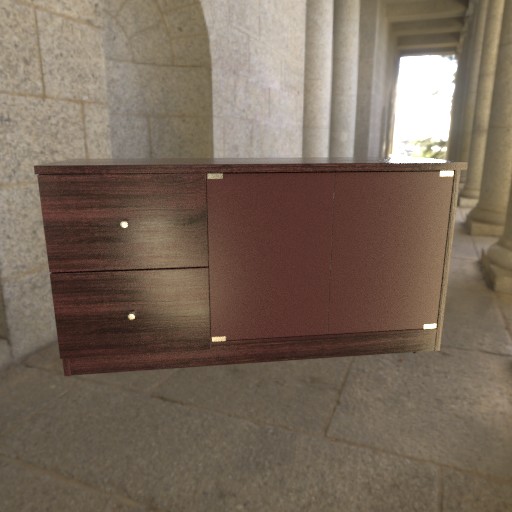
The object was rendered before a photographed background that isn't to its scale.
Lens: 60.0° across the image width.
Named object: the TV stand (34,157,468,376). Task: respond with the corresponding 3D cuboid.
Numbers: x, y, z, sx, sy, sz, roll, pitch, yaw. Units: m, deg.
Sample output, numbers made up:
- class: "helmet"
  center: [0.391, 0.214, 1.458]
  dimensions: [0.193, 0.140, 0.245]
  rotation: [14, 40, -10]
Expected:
- class: "TV stand"
  center: [0.000, 0.000, 1.458]
  dimensions: [1.192, 0.614, 0.404]
  rotation: [-2, 15, -8]
